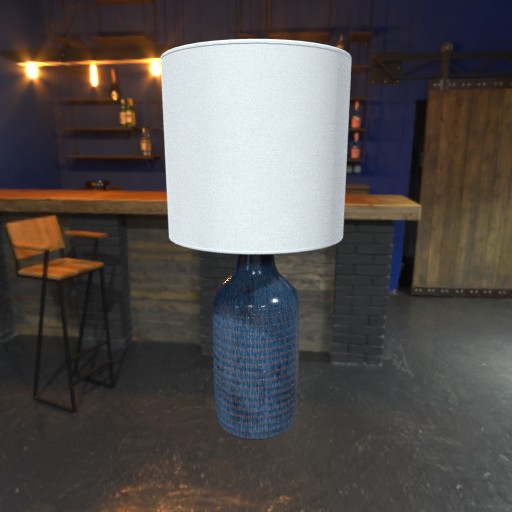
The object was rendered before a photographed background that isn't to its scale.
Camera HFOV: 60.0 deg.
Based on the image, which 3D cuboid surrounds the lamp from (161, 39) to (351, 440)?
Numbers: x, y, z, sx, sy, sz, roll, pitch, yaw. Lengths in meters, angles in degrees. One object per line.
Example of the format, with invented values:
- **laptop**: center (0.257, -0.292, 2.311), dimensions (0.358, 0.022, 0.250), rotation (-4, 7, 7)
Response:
- **lamp**: center (0.000, 0.000, 0.580), dimensions (0.220, 0.475, 0.220), rotation (2, 14, 9)
